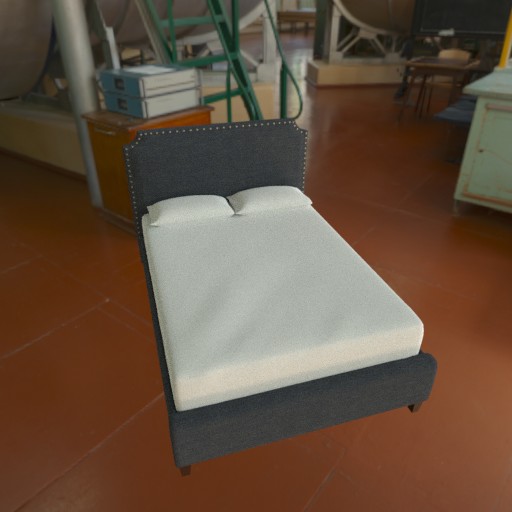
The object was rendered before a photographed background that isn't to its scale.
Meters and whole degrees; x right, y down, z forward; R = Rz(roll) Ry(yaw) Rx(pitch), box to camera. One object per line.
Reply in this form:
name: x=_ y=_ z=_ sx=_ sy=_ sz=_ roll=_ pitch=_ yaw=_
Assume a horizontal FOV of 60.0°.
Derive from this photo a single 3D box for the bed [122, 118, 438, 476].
bed: x=0.000 y=0.000 z=3.400 sx=1.713 sy=1.443 sz=2.372 roll=-9 pitch=33 yaw=-14
